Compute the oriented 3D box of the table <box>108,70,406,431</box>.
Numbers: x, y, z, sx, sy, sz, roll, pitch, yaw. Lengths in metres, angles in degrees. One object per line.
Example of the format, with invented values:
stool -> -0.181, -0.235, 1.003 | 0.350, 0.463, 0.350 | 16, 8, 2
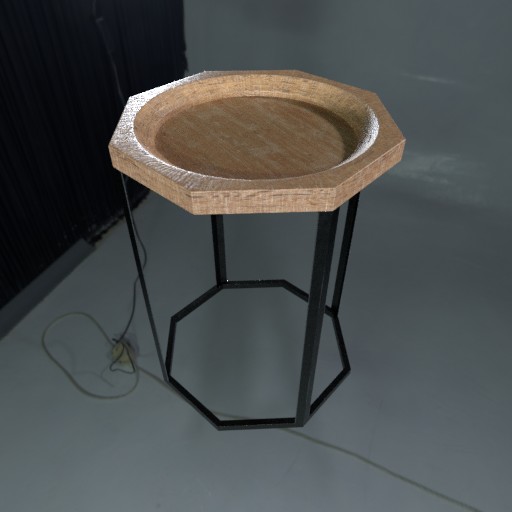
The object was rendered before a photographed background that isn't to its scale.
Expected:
table -> 0.000, 0.000, 0.844 | 0.437, 0.553, 0.437 | 13, 43, 15
